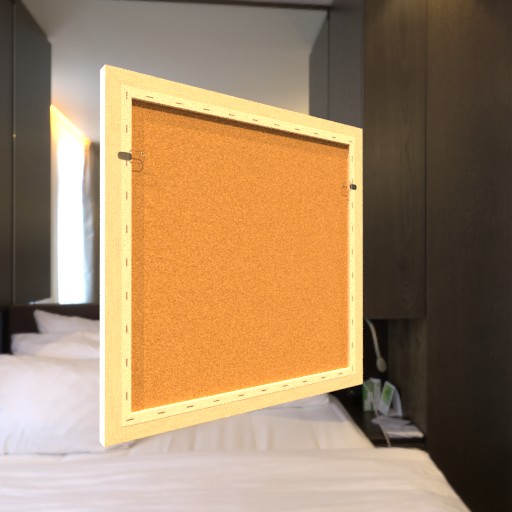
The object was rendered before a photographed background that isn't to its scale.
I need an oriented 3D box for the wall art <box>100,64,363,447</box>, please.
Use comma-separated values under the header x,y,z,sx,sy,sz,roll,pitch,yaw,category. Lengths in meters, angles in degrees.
x,y,z,sx,sy,sz,roll,pitch,yaw,category
0.000,0.000,1.488,1.016,1.016,0.045,0,0,-36,wall art
